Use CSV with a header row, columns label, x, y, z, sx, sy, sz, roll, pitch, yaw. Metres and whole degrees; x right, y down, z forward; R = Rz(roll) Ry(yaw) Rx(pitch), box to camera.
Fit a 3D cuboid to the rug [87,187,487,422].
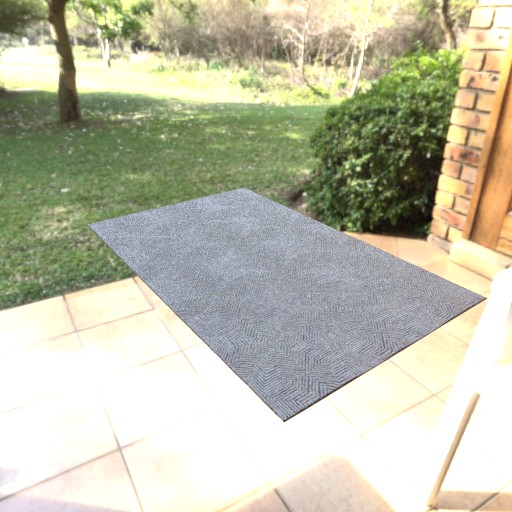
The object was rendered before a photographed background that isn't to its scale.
label,x,y,z,sx,sy,sz,roll,pitch,yaw
rug,0.000,0.000,3.018,1.519,0.007,2.428,-19,33,-32
